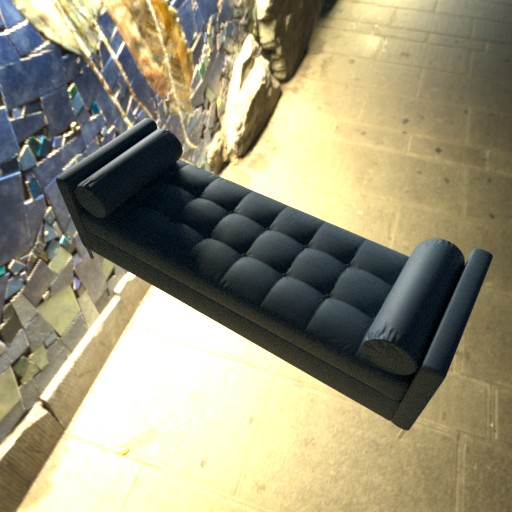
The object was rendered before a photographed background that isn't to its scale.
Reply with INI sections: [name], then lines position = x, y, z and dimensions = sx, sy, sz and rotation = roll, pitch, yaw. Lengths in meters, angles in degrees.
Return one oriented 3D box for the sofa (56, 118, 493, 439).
[sofa]
position = 0.000, 0.000, 2.275
dimensions = 1.981, 0.635, 0.686
rotation = 26, 53, 21
